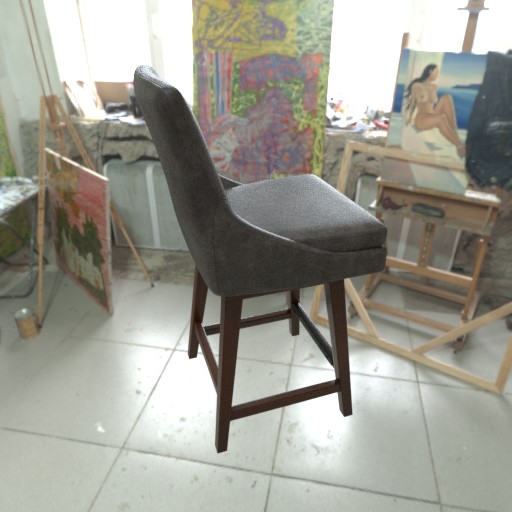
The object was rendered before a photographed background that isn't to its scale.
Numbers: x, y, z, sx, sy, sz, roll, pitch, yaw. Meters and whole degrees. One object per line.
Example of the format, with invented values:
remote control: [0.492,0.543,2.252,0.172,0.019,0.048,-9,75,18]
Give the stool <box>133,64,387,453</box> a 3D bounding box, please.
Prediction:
stool: [0.000,0.000,1.332,0.587,1.046,0.492,-9,30,-16]
